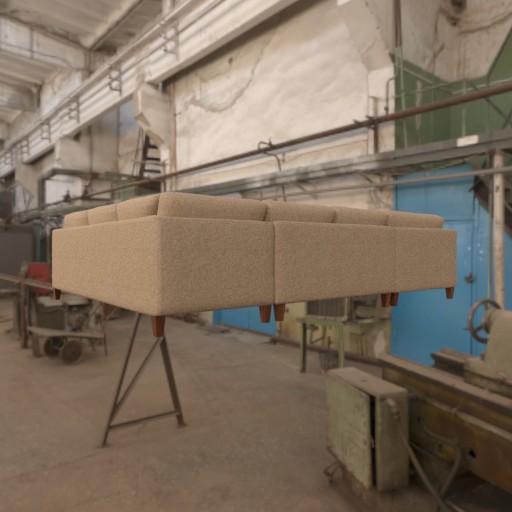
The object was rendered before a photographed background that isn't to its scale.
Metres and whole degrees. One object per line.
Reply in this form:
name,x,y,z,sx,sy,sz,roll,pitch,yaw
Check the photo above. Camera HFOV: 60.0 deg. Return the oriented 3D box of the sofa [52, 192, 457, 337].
sofa,0.000,0.000,4.573,3.403,0.889,2.551,-1,1,-37
